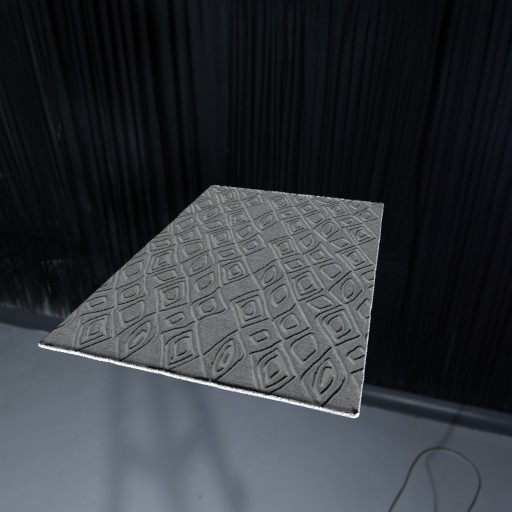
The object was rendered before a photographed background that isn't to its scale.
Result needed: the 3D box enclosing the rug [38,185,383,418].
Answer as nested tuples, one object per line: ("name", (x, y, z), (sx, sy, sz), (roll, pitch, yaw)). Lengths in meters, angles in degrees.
("rug", (0.000, 0.000, 2.321), (1.224, 0.016, 1.832), (8, 30, 14))
